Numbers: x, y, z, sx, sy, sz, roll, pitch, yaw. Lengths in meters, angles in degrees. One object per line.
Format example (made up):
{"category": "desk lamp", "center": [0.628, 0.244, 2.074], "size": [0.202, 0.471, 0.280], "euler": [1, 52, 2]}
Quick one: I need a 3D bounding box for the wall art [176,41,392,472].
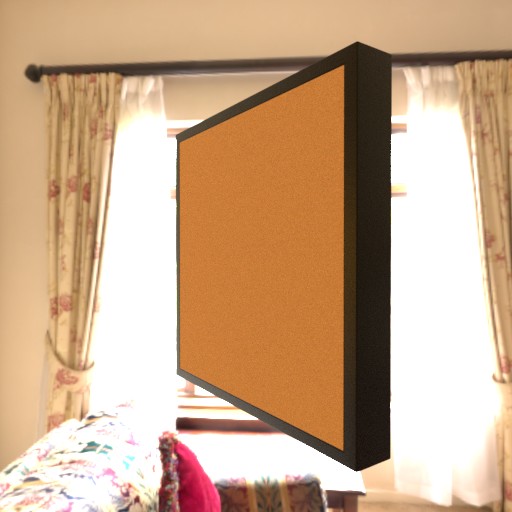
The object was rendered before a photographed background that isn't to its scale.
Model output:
{"category": "wall art", "center": [0.000, 0.000, 0.440], "size": [0.037, 0.299, 0.299], "euler": [0, 1, -35]}
